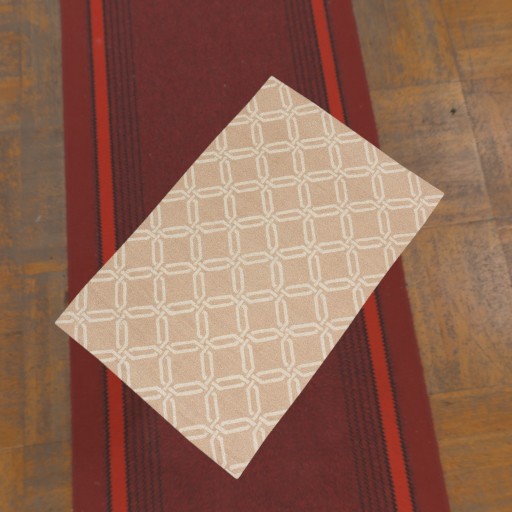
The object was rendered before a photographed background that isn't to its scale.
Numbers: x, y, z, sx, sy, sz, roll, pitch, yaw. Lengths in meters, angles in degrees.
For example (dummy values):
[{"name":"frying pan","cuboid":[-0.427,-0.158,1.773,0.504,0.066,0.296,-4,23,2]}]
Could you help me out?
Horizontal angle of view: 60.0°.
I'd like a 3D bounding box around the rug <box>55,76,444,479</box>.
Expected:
[{"name":"rug","cuboid":[0.000,0.000,2.228,1.146,0.010,1.745,37,79,8]}]
